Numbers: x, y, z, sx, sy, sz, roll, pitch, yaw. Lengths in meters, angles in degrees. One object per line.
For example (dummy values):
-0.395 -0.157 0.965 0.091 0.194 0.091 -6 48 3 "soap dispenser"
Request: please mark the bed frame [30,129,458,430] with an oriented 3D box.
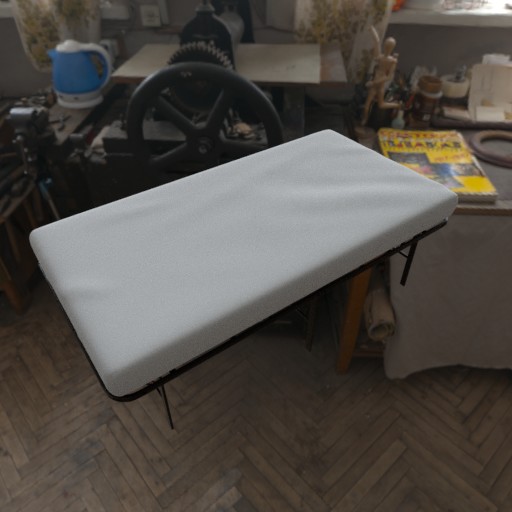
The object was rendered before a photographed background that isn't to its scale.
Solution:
0.000 0.000 2.316 1.903 0.619 0.989 -25 46 -26 "bed frame"
